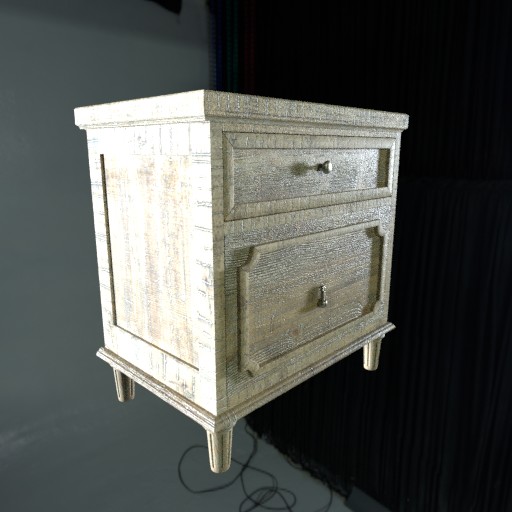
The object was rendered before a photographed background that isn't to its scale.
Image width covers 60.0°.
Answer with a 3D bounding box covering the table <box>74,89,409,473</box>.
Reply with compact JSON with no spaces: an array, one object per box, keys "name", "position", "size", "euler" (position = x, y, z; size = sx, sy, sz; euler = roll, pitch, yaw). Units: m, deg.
[{"name":"table","position":[0.000,0.000,1.142],"size":[0.457,0.711,0.686],"euler":[13,19,43]}]
